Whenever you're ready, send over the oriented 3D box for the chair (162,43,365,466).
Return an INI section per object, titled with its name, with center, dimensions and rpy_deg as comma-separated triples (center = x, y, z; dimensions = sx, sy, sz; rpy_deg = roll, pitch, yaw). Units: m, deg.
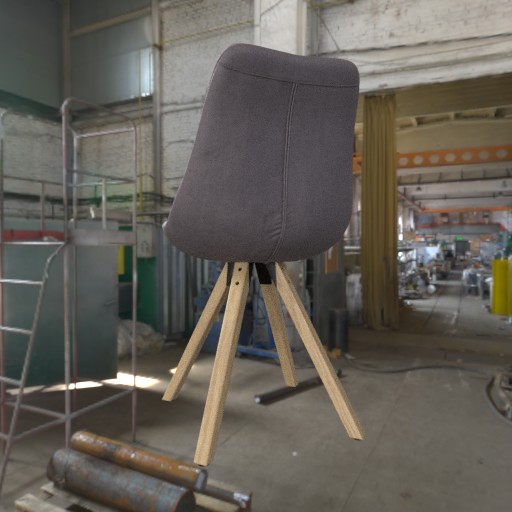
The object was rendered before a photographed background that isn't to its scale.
[chair]
center = 0.000, 0.000, 1.176
dimensions = 0.483, 0.865, 0.547
rpy_deg = 0, 1, -19
